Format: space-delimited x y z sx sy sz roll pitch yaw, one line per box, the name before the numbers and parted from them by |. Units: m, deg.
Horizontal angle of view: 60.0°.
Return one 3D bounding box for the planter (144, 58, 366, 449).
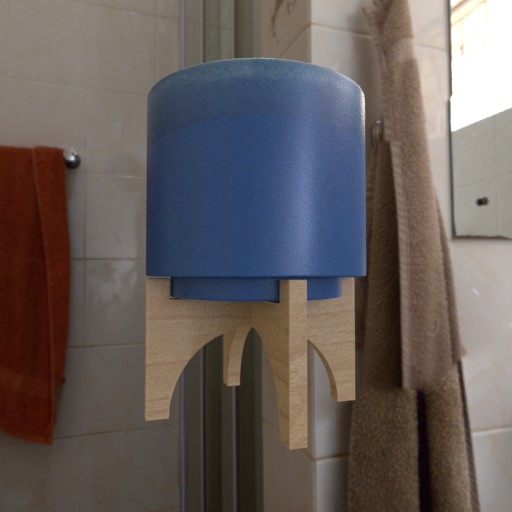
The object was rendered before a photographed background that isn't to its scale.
planter | 0.000 0.000 0.542 0.261 0.367 0.261 0 -2 0
